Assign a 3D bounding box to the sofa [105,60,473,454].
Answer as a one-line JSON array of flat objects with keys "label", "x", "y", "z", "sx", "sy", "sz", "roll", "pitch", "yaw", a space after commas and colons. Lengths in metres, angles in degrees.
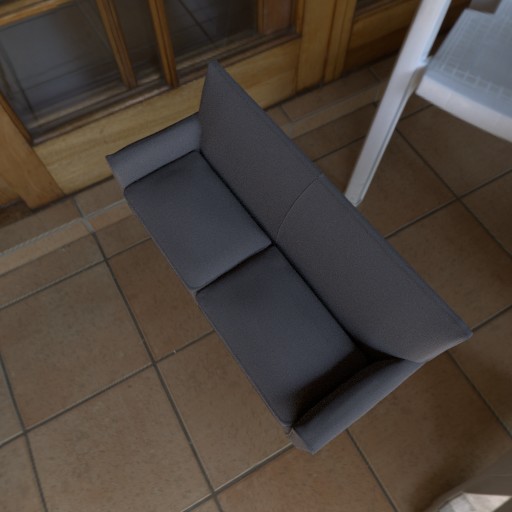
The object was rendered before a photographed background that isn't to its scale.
[{"label": "sofa", "x": 0.000, "y": 0.000, "z": 2.499, "sx": 0.843, "sy": 0.907, "sz": 2.002, "roll": -33, "pitch": 69, "yaw": -15}]
